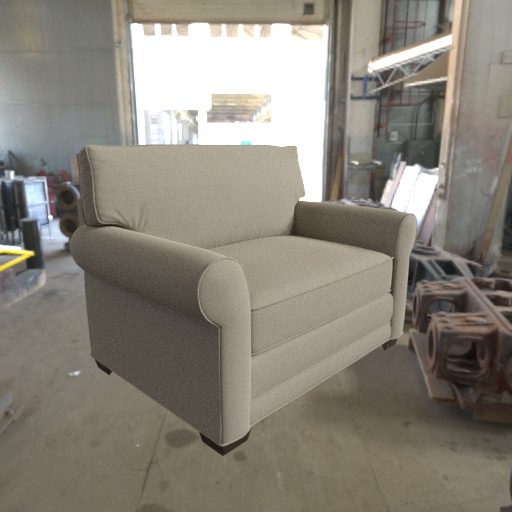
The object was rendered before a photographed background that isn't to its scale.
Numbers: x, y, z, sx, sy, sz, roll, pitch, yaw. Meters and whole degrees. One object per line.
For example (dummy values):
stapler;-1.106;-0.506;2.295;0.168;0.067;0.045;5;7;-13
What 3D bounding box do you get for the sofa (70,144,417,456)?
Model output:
sofa;0.000;0.000;2.056;0.937;1.006;1.405;13;19;43
